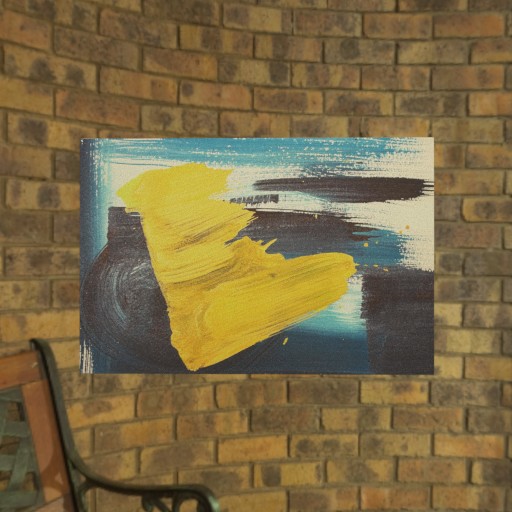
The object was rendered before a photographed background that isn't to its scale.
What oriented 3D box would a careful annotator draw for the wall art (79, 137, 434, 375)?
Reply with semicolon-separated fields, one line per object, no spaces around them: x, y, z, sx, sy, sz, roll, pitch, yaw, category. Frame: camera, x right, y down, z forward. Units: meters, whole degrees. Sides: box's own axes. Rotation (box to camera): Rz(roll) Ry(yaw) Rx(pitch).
0.000;0.000;0.777;0.609;0.406;0.033;0;0;1;wall art
